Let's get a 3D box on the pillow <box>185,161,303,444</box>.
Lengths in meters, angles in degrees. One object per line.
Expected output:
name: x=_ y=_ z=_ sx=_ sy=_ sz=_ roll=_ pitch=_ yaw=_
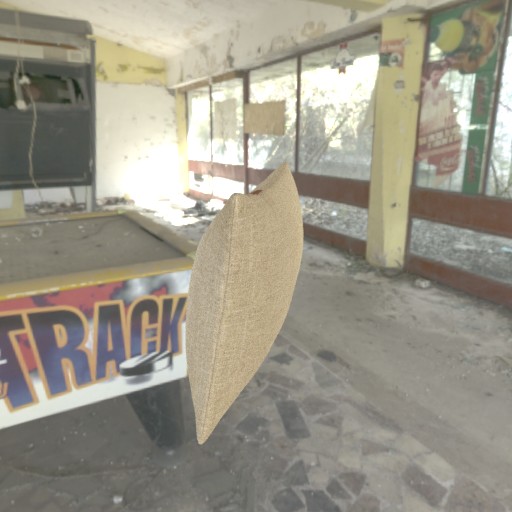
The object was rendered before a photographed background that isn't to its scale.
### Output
pillow: x=0.000 y=0.000 z=0.744 sx=0.155 sy=0.282 sz=0.612 roll=2 pitch=15 yaw=8
